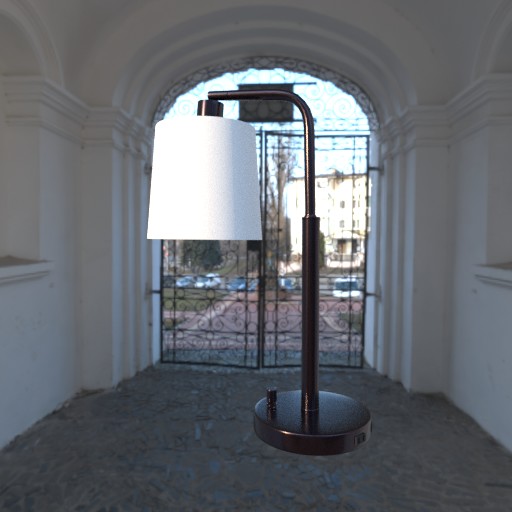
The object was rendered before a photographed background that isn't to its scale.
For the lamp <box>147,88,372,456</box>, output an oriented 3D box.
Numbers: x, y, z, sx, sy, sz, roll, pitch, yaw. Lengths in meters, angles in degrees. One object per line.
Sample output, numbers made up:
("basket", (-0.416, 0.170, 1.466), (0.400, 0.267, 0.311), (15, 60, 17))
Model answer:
("lamp", (0.000, 0.000, 0.646), (0.333, 0.489, 0.171), (1, 2, 19))
